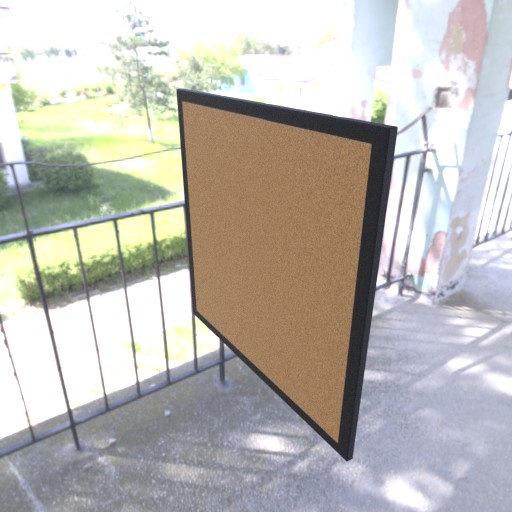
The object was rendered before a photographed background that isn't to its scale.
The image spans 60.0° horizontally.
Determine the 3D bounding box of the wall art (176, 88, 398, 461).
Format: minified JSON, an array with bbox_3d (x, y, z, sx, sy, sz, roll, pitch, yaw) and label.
[{"bbox_3d":[0.000,0.000,0.997,0.016,0.659,0.663,-17,31,-31],"label":"wall art"}]
